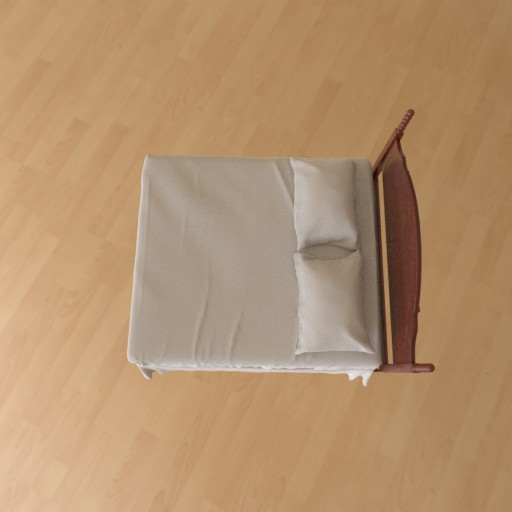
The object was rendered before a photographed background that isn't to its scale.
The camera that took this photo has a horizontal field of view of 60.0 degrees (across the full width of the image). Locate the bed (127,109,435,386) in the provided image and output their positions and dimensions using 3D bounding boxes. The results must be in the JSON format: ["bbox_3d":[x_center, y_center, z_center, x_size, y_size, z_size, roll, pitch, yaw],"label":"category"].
[{"bbox_3d":[0.000,0.000,3.300,2.040,1.356,1.873,1,76,0],"label":"bed"}]
